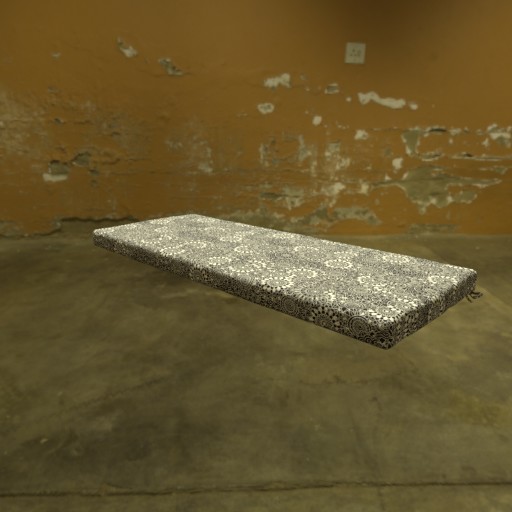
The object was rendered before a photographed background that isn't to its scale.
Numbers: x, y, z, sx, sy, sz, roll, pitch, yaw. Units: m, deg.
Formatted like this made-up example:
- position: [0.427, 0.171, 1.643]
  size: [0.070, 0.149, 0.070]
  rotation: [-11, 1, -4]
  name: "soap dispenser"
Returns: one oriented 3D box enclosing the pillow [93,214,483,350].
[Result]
- position: [0.000, 0.000, 1.346]
  size: [1.187, 0.081, 0.492]
  rotation: [15, 21, 42]
  name: "pillow"
